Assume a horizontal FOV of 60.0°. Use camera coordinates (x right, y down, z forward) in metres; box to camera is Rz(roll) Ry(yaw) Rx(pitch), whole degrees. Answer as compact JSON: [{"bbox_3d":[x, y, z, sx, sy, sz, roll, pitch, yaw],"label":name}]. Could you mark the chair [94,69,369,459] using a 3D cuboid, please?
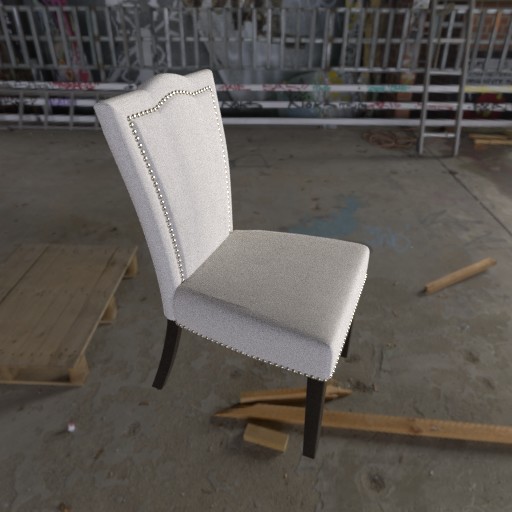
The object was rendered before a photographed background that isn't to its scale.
[{"bbox_3d":[0.000,0.000,1.269,0.589,0.946,0.518,12,33,19],"label":"chair"}]
